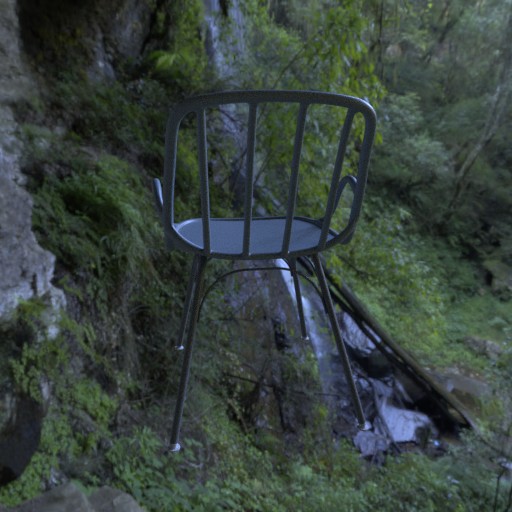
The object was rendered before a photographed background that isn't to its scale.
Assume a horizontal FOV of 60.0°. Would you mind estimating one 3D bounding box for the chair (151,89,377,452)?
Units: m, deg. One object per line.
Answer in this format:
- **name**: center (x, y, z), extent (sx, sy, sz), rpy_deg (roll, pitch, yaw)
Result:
- **chair**: center (0.000, 0.000, 1.226), extent (0.549, 0.816, 0.597), rpy_deg (-3, 16, -9)
